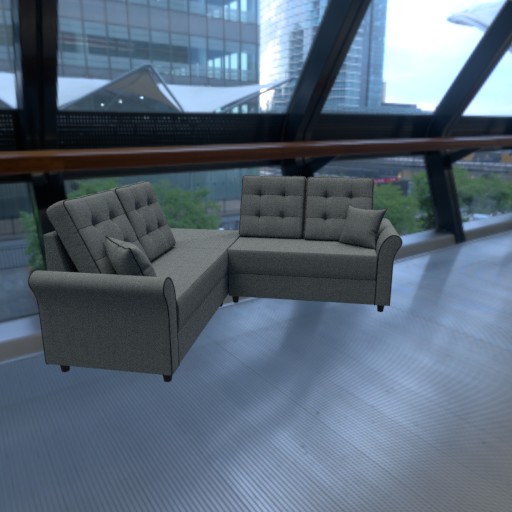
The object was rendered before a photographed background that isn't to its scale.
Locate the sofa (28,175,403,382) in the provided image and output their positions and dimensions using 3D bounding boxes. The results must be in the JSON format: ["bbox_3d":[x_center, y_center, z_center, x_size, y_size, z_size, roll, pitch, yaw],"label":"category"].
[{"bbox_3d":[0.000,0.000,3.157,2.070,0.988,2.068,3,15,10],"label":"sofa"}]
